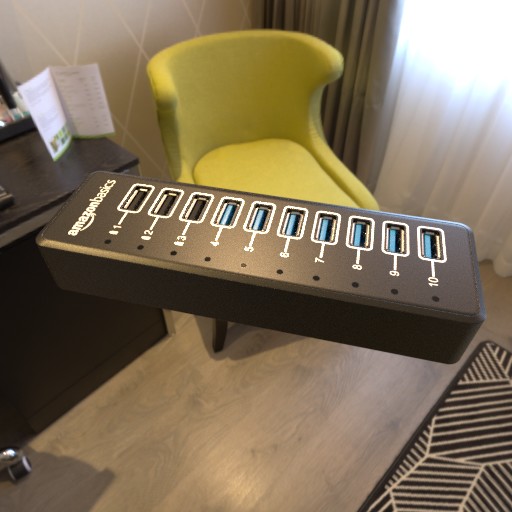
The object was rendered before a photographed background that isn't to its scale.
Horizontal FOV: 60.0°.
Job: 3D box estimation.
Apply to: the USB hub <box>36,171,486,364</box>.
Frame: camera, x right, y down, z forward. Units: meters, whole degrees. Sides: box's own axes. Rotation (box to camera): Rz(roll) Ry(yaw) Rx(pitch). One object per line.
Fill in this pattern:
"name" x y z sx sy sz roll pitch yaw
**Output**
"USB hub" 0.000 0.000 0.159 0.145 0.023 0.044 10 47 9
